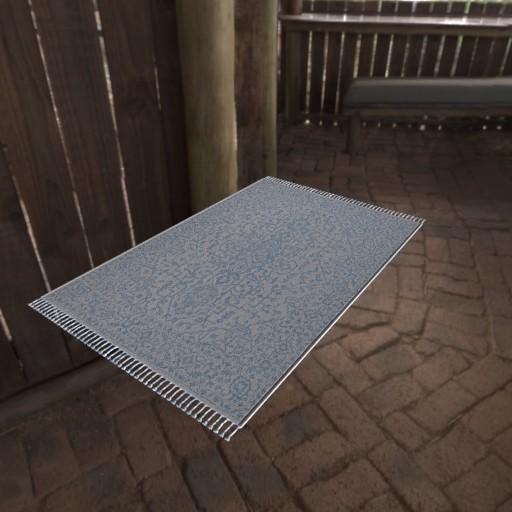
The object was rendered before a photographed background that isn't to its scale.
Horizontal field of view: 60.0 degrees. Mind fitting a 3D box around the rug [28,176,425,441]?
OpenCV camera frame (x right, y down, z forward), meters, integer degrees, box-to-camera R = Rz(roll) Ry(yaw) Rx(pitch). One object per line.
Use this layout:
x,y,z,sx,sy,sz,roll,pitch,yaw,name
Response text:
0.000,0.000,3.042,1.524,0.010,2.438,22,38,30,rug
